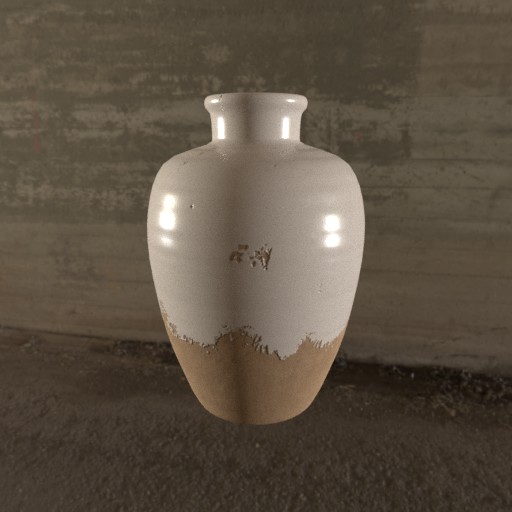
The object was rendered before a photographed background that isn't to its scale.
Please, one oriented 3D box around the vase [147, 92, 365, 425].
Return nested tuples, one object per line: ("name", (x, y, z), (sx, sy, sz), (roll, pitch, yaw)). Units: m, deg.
("vase", (0.000, 0.000, 0.337), (0.158, 0.228, 0.158), (0, 15, 0))
